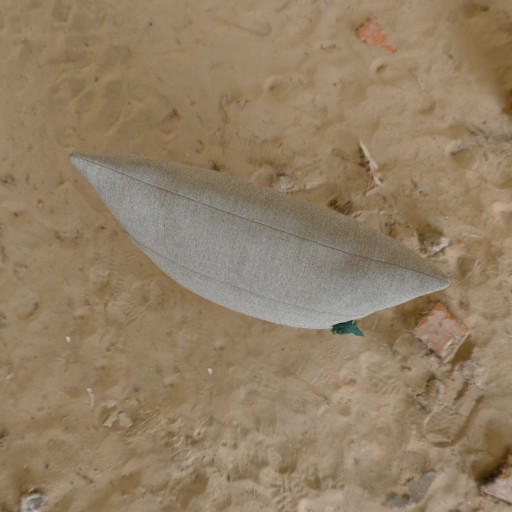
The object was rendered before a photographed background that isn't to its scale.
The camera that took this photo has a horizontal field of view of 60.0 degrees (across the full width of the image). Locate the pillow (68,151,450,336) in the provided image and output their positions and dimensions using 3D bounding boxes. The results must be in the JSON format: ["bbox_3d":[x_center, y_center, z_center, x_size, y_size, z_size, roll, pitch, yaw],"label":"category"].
[{"bbox_3d":[0.000,0.000,0.685,0.433,0.436,0.173,19,77,5],"label":"pillow"}]
